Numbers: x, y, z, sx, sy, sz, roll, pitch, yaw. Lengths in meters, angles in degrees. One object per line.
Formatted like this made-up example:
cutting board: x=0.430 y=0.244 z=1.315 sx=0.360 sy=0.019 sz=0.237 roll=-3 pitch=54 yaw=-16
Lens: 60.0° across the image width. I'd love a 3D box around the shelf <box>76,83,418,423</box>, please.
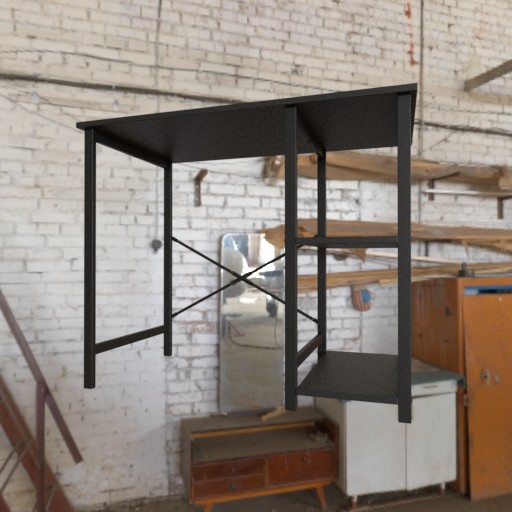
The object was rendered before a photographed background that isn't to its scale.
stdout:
shelf: x=0.000 y=0.000 z=1.338 sx=0.902 sy=0.749 sz=0.498 roll=0 pitch=0 yaw=18
